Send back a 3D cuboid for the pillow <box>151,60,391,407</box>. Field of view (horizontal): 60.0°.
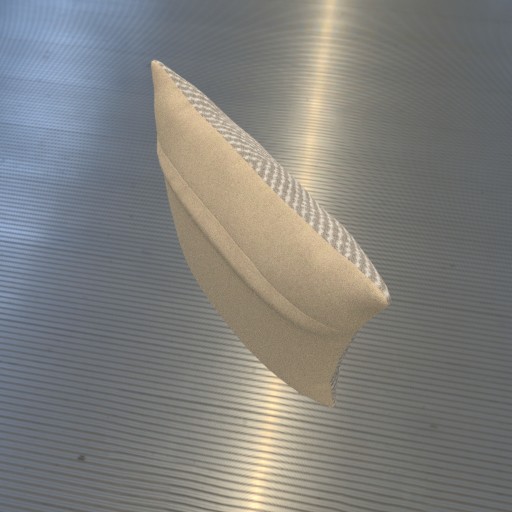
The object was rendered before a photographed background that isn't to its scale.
[{"bbox_3d":[0.000,0.000,0.708,0.181,0.458,0.459,-32,63,-18],"label":"pillow"}]
